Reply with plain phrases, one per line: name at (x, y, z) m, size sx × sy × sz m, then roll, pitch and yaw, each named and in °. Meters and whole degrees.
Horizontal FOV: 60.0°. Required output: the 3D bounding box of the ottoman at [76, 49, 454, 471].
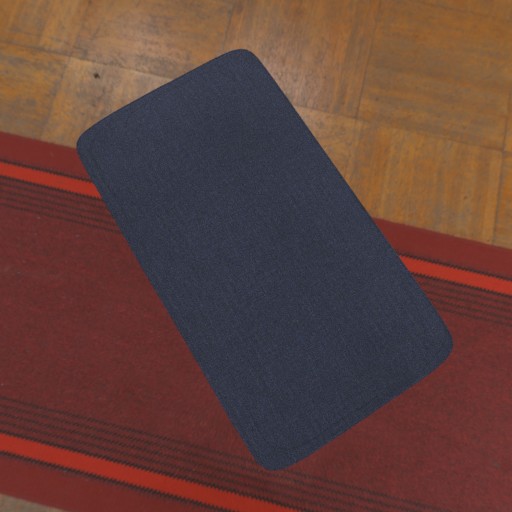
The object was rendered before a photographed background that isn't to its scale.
ottoman at (0.000, 0.000, 1.175) m, size 0.505 × 0.453 × 0.895 m, roll -31°, pitch 80°, yaw -6°
